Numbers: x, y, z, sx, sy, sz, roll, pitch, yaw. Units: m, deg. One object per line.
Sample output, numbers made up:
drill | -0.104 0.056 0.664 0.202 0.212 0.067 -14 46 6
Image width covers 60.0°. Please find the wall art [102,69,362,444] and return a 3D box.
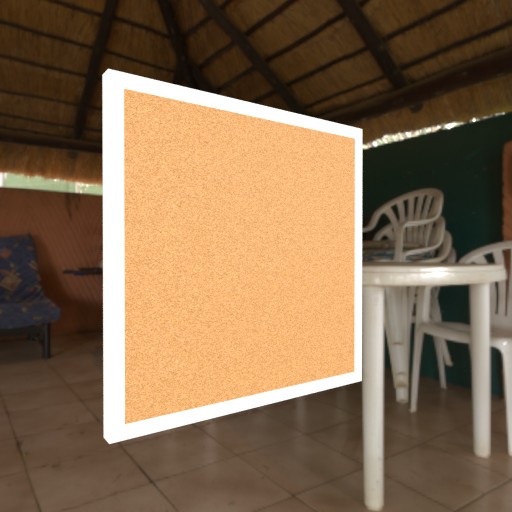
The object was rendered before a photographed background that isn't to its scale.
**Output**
wall art | 0.000 0.000 1.137 0.762 0.762 0.038 0 1 -35
